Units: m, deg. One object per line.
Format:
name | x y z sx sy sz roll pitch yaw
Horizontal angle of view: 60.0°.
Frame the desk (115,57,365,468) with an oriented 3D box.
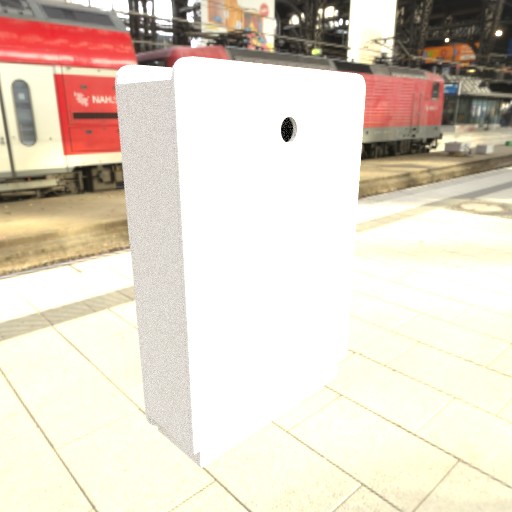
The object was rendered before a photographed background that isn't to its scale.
desk | 0.000 0.000 1.532 0.795 1.190 0.278 -17 24 -42
